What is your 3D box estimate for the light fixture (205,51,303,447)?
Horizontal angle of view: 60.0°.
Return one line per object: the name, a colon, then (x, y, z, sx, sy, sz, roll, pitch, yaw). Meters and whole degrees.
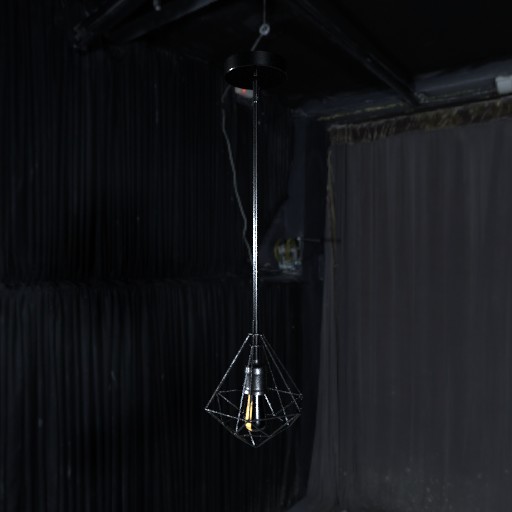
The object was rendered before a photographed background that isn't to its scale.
light fixture: (0.000, 0.000, 2.049, 0.487, 1.764, 0.431, 0, 0, 37)
